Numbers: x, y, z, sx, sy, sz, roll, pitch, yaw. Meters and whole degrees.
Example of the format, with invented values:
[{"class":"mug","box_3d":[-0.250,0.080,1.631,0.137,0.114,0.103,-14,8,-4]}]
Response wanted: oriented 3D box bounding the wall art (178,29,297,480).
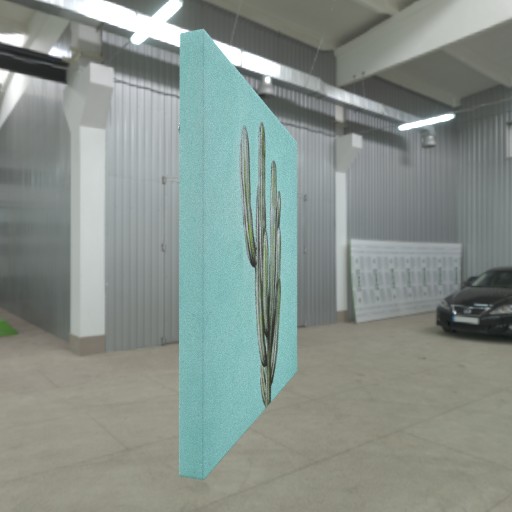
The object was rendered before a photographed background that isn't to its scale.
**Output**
[{"class":"wall art","box_3d":[0.000,0.000,1.120,0.054,0.766,0.765,0,-1,17]}]
